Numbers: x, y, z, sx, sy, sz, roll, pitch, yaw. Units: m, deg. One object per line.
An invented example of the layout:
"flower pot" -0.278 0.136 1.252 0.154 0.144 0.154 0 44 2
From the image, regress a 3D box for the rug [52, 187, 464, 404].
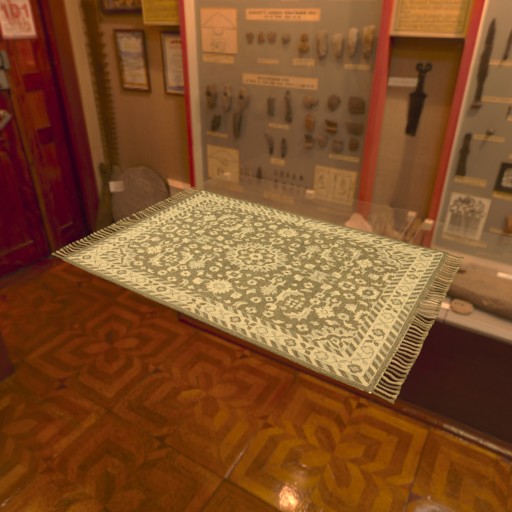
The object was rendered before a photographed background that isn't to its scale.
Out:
"rug" 0.000 0.000 3.056 2.431 0.025 1.530 18 35 28
